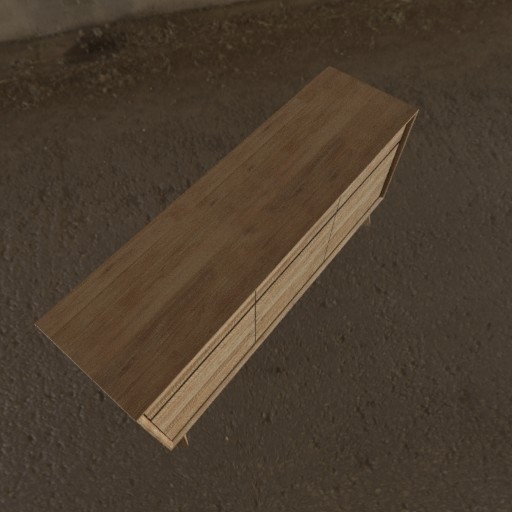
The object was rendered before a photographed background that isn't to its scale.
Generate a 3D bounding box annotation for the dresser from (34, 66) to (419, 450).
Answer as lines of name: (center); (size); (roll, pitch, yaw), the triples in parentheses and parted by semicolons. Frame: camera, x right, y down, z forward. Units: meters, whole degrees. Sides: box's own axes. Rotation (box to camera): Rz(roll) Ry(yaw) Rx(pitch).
dresser: (0.000, 0.000, 1.944); (0.455, 0.788, 1.602); (35, 65, 19)
